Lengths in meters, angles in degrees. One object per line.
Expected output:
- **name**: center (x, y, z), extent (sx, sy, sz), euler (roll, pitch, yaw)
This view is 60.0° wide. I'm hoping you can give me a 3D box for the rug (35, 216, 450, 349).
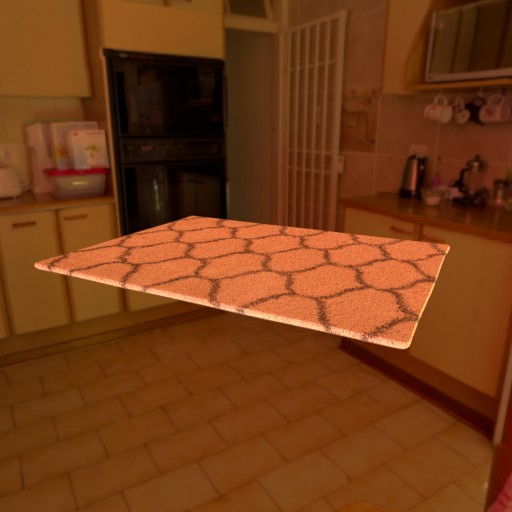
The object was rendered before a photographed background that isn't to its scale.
- **rug**: center (0.000, 0.000, 2.107), extent (1.600, 0.025, 1.200), euler (9, 19, 27)
